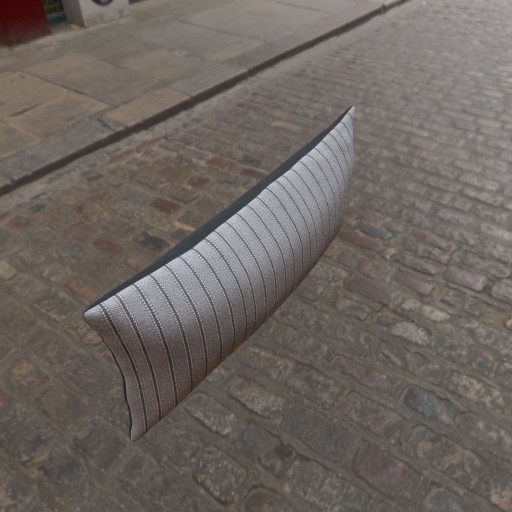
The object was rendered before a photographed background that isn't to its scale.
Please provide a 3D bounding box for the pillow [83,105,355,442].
[{"bbox_3d":[0.000,0.000,0.732,0.151,0.305,0.609,26,48,26],"label":"pillow"}]
